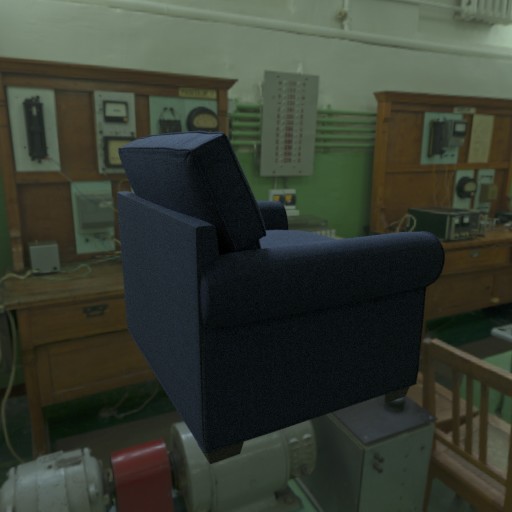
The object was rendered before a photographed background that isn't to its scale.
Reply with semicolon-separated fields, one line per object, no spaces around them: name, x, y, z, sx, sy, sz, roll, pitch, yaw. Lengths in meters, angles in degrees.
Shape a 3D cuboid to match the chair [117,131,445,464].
chair;0.000;0.000;1.969;0.963;1.044;1.285;-7;16;-27
